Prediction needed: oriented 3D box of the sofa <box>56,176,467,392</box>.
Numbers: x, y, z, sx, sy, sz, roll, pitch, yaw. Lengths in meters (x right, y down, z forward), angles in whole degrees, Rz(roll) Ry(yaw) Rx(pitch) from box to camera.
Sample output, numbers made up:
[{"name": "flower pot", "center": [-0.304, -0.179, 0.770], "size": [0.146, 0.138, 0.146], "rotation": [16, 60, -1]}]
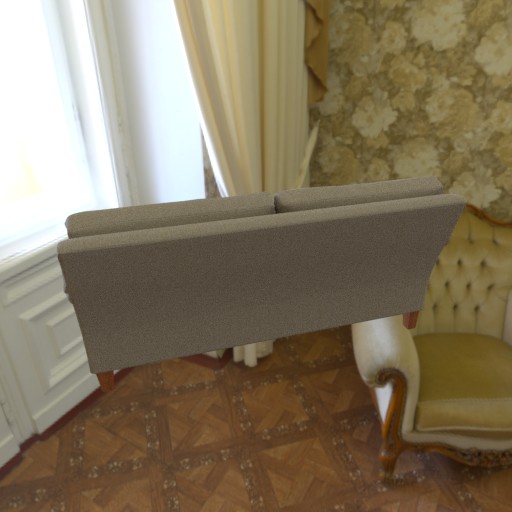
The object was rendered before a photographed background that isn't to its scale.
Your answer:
[{"name": "sofa", "center": [0.000, 0.000, 2.800], "size": [2.160, 1.054, 1.087], "rotation": [-8, 29, -15]}]
